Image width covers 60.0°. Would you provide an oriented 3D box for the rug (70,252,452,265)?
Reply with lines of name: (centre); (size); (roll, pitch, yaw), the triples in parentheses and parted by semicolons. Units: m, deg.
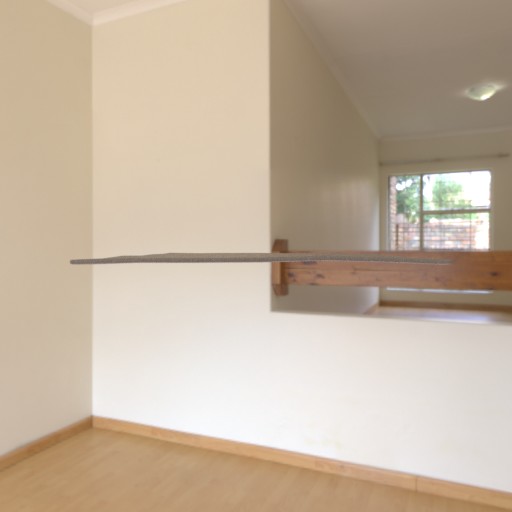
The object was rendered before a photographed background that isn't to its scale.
rug: (0.000, 0.000, 2.347); (1.252, 0.034, 1.829); (0, 1, -1)
